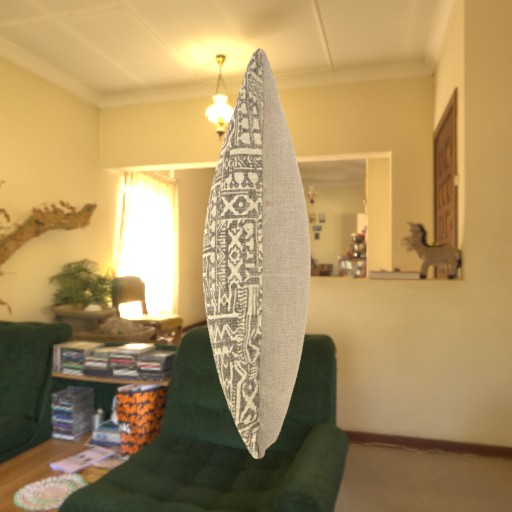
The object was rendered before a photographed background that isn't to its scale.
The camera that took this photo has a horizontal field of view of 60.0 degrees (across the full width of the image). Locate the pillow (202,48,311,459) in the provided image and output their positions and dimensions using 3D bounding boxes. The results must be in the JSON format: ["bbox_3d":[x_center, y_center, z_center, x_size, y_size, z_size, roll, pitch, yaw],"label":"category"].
[{"bbox_3d":[0.000,0.000,0.777,0.180,0.487,0.546,0,0,-1],"label":"pillow"}]
